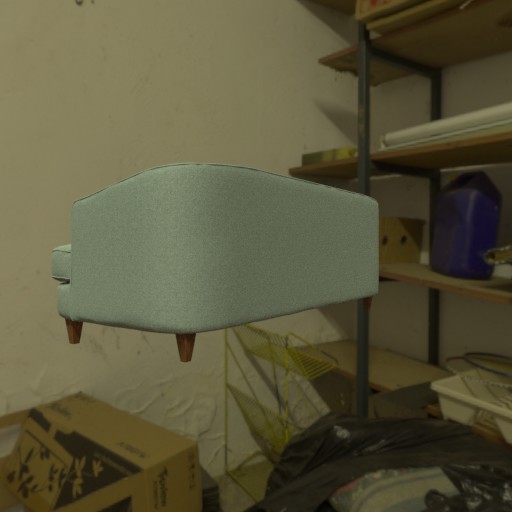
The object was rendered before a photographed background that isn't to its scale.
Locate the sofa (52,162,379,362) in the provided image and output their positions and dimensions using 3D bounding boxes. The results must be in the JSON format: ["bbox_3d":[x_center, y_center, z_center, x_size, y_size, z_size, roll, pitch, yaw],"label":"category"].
[{"bbox_3d":[0.000,0.000,2.851,0.941,0.855,2.278,1,1,37],"label":"sofa"}]
